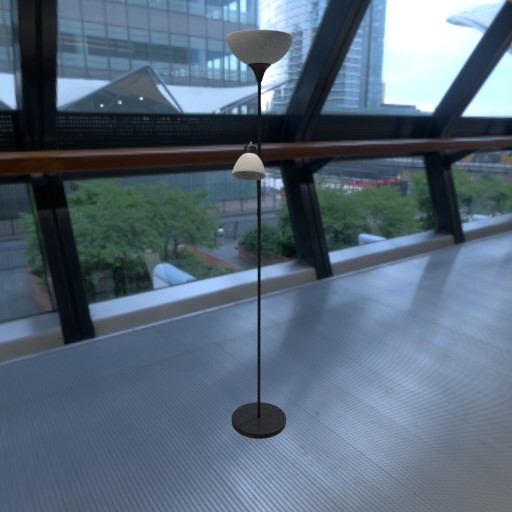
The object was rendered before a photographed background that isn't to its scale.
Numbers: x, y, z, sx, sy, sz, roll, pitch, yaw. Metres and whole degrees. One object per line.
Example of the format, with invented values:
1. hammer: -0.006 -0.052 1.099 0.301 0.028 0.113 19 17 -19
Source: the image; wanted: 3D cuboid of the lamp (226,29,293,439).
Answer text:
1. lamp: 0.000 0.000 1.961 0.279 1.804 0.442 3 15 10
